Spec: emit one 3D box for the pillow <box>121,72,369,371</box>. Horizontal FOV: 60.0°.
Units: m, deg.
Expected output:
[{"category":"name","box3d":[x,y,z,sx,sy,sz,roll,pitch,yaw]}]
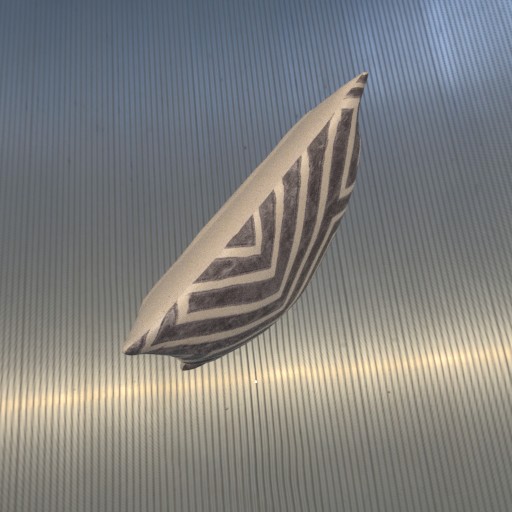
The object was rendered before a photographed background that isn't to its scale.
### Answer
[{"category":"pillow","box3d":[0.000,0.000,0.692,0.182,0.441,0.440,38,78,10]}]
